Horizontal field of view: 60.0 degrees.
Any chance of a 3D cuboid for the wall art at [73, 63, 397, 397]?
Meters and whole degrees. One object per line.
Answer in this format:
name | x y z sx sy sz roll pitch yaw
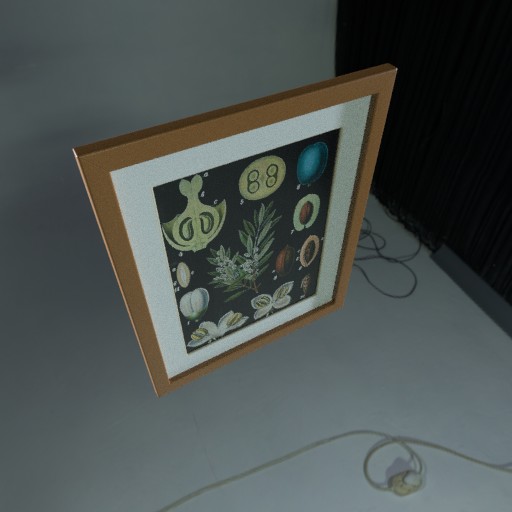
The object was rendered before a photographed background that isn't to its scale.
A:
wall art | 0.000 0.000 0.517 0.310 0.379 0.015 -22 50 -20
